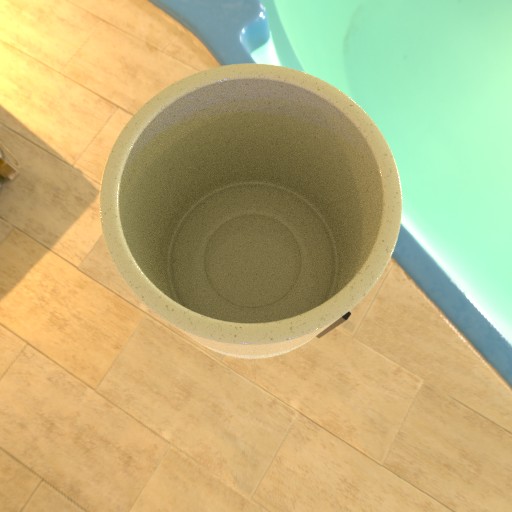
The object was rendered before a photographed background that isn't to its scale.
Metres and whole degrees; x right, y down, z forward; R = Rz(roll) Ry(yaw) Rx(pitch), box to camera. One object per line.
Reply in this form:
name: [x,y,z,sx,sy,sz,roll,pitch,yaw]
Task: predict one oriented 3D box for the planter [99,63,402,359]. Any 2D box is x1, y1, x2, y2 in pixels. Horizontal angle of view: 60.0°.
planter: [0.000,0.000,0.332,0.159,0.230,0.152,37,77,10]
